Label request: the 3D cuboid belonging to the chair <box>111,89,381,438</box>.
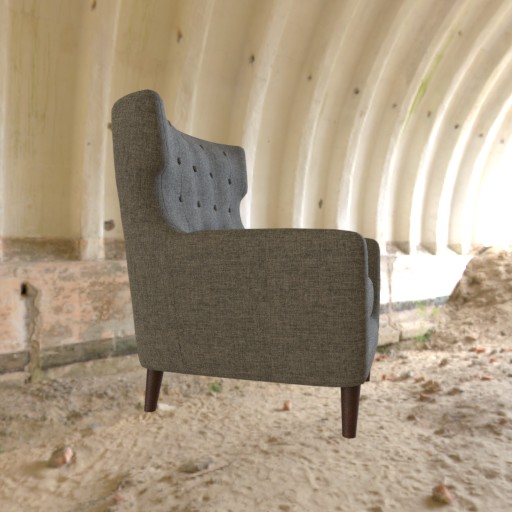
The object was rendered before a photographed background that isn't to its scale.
[{"bbox_3d":[0.000,0.000,1.721,0.904,1.063,0.878,0,1,18],"label":"chair"}]
